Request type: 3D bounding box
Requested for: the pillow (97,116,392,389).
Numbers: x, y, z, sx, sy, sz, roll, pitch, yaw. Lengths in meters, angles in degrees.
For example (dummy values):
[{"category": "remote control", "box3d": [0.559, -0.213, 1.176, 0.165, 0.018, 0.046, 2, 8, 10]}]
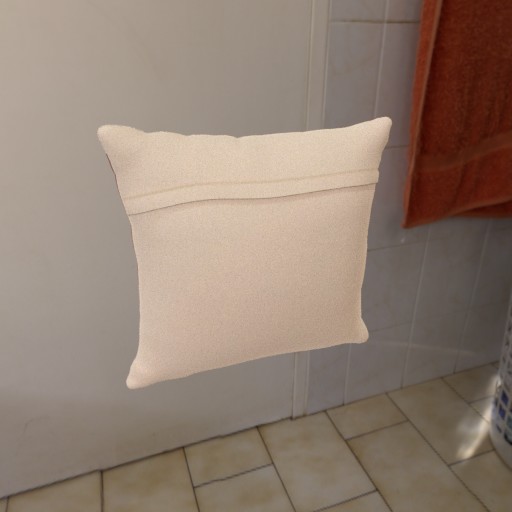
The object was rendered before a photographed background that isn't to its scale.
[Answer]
[{"category": "pillow", "box3d": [0.000, 0.000, 0.841, 0.536, 0.506, 0.229, -8, 27, -16]}]
